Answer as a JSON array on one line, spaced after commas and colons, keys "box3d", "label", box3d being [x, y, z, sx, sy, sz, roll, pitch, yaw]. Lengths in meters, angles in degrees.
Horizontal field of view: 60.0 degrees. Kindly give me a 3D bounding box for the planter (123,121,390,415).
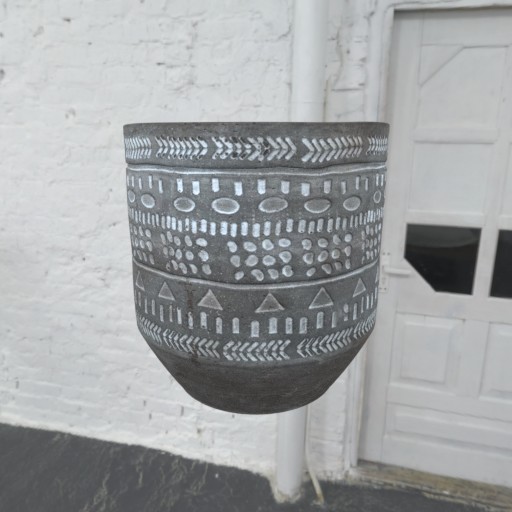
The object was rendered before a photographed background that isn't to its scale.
[{"box3d": [0.000, 0.000, 0.262, 0.142, 0.149, 0.142, 0, 15, 0], "label": "planter"}]
